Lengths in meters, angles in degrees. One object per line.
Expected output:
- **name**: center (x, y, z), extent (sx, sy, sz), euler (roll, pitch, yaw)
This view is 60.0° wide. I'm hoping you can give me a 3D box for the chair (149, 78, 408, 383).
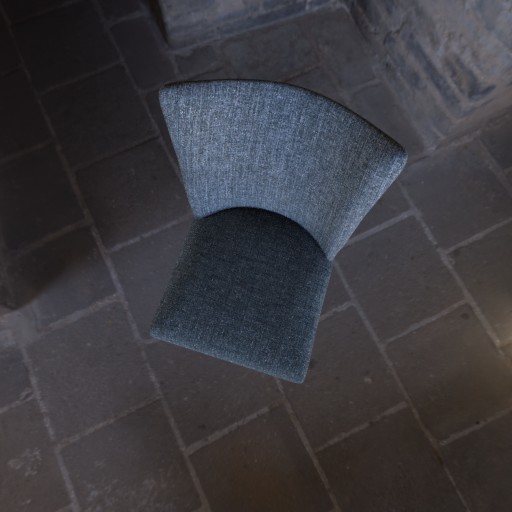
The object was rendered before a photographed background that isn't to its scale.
- **chair**: center (0.000, 0.000, 1.308), extent (0.535, 0.924, 0.623), euler (17, 76, 4)
